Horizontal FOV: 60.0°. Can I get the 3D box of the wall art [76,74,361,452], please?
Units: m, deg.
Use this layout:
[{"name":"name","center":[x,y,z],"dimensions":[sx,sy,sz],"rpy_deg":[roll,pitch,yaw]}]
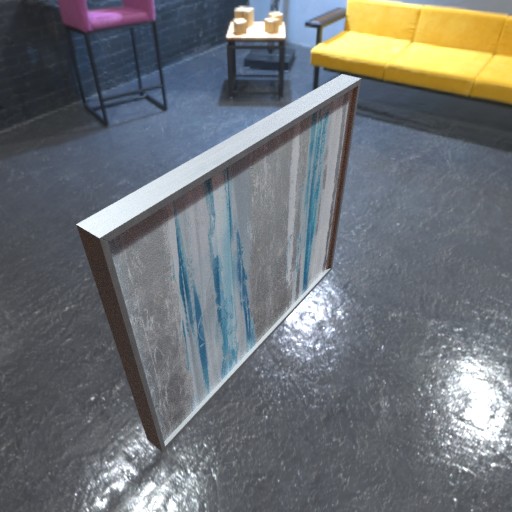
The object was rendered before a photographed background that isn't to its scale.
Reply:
[{"name":"wall art","center":[0.000,0.000,0.757],"dimensions":[0.037,0.450,0.557],"rpy_deg":[26,47,27]}]
